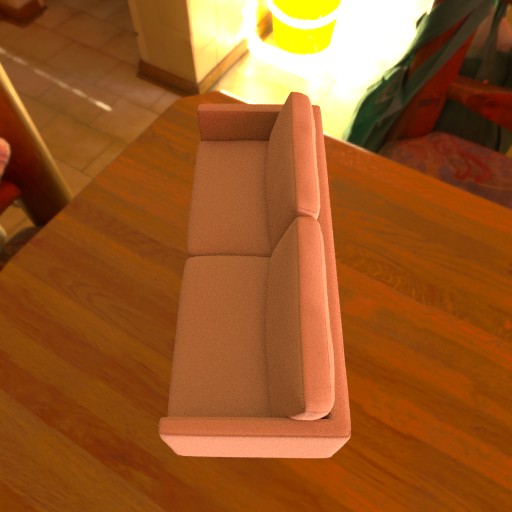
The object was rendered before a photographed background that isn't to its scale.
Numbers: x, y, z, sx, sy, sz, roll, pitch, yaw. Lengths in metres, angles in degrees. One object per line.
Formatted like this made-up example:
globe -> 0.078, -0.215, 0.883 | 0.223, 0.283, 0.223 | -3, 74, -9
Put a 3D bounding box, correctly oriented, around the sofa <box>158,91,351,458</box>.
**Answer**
sofa -> 0.000, 0.000, 2.925 | 0.951, 0.968, 2.361 | 1, 58, 0
